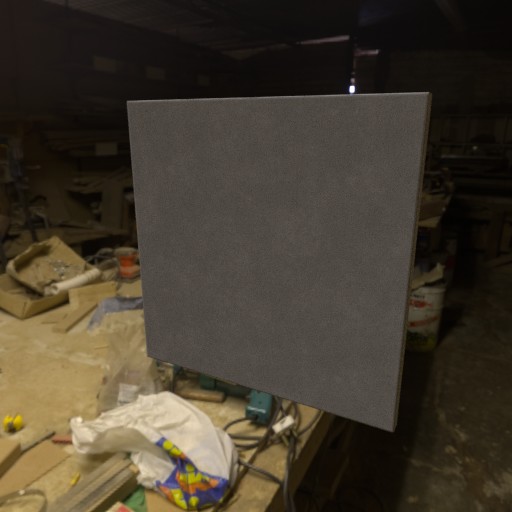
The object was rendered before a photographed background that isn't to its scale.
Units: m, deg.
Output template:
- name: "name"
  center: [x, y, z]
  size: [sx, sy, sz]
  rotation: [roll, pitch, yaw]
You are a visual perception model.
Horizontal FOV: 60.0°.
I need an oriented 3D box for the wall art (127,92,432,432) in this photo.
- name: "wall art"
  center: [0.000, 0.000, 0.450]
  size: [0.303, 0.303, 0.015]
  rotation: [9, 19, 27]
